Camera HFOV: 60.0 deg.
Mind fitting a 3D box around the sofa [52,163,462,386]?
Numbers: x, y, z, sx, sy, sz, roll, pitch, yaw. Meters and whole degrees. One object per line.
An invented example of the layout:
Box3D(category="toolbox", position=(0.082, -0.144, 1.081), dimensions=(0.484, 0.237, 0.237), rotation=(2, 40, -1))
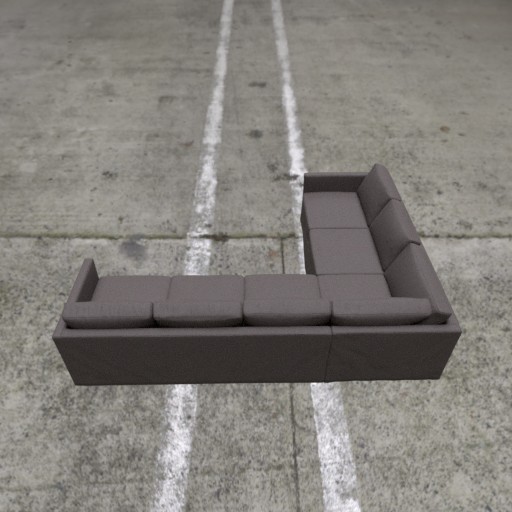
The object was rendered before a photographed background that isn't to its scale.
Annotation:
Box3D(category="sofa", position=(0.000, 0.000, 4.471), dimensions=(3.182, 0.871, 2.432), rotation=(-1, 41, -1))
